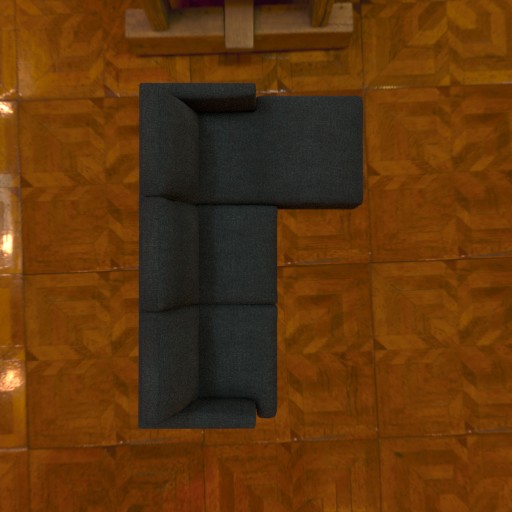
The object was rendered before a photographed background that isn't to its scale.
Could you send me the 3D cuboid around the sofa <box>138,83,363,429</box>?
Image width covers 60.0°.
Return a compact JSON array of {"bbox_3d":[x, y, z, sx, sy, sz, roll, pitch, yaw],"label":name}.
[{"bbox_3d":[0.000,0.000,3.045,1.504,0.956,2.233,0,89,0],"label":"sofa"}]
